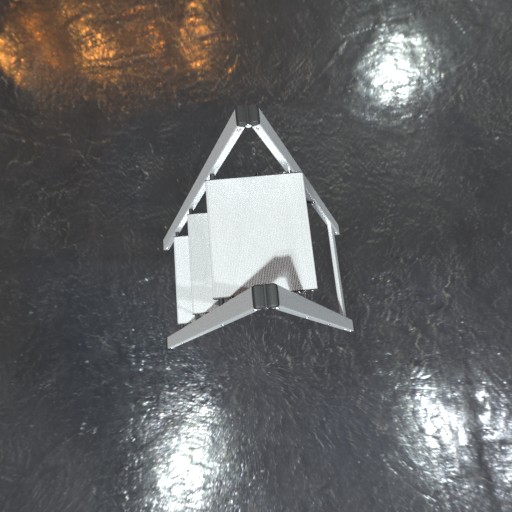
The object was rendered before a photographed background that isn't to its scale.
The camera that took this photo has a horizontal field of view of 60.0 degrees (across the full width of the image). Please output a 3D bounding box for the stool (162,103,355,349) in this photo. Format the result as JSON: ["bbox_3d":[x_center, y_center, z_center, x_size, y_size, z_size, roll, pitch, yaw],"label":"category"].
[{"bbox_3d":[0.000,0.000,1.322,0.730,0.902,0.441,-5,76,-1],"label":"stool"}]
